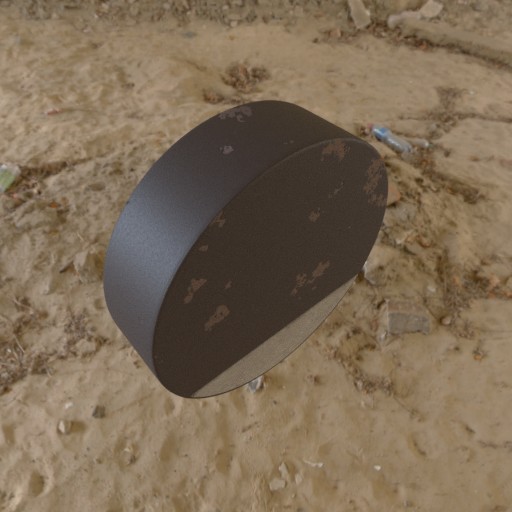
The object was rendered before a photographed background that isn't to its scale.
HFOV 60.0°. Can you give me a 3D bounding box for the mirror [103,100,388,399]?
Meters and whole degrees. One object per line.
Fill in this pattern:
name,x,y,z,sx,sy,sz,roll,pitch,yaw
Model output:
mirror,0.000,0.000,0.591,0.386,0.386,0.126,-31,54,-27
